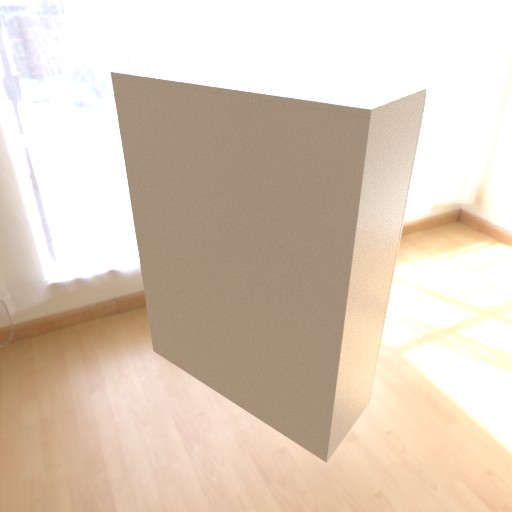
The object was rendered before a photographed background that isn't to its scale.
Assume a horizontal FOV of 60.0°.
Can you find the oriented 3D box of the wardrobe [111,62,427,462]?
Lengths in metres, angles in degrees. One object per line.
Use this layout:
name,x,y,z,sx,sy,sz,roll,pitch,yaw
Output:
wardrobe,0.000,0.000,1.596,0.900,1.200,0.360,22,37,32
